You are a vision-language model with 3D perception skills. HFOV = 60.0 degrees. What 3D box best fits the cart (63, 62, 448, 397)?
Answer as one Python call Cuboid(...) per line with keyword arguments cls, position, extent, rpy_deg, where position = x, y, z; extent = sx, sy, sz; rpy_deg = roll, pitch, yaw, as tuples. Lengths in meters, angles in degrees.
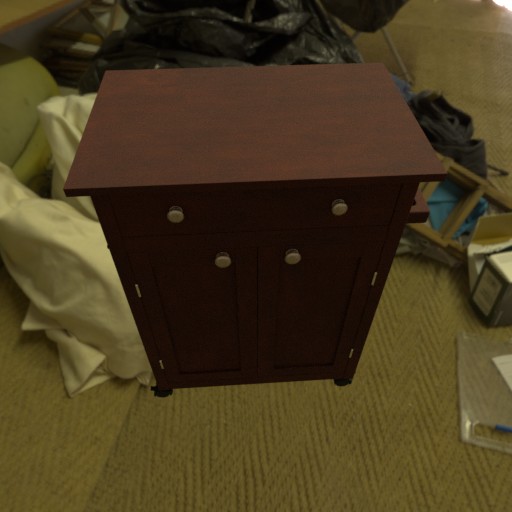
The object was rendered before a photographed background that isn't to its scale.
Cuboid(cls="cart", position=(0.000, 0.000, 1.231), extent=(0.683, 0.864, 0.442), rpy_deg=(-3, 48, -3))
